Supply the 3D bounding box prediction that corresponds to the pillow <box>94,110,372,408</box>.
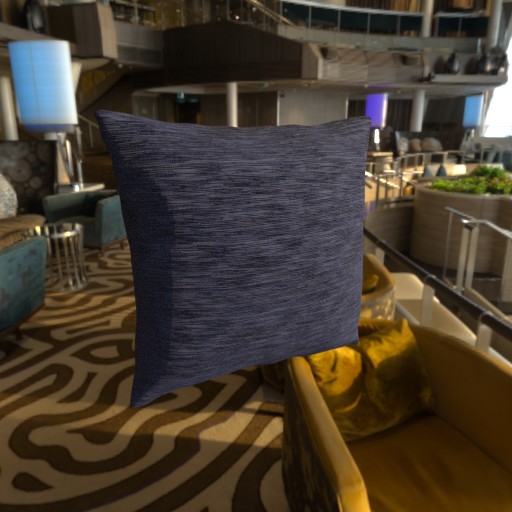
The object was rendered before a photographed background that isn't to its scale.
[{"bbox_3d":[0.000,0.000,0.712,0.452,0.439,0.204,-8,18,-25],"label":"pillow"}]
